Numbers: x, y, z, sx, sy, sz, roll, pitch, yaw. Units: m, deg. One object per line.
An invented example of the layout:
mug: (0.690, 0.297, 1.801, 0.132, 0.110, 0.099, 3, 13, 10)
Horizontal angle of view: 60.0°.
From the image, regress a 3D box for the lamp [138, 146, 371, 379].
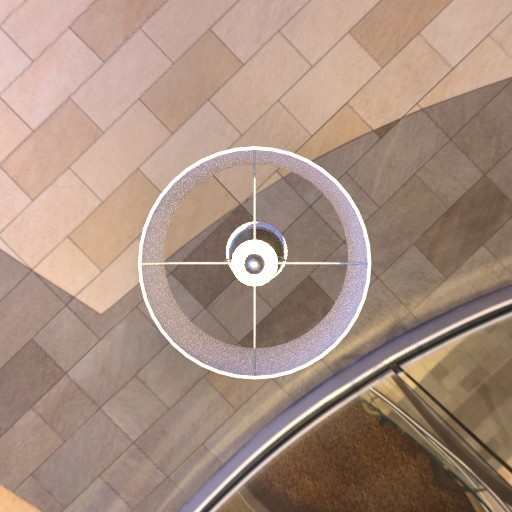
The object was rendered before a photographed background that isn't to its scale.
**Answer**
lamp: (0.000, 0.000, 0.970, 0.383, 0.733, 0.383, 0, 92, 0)
